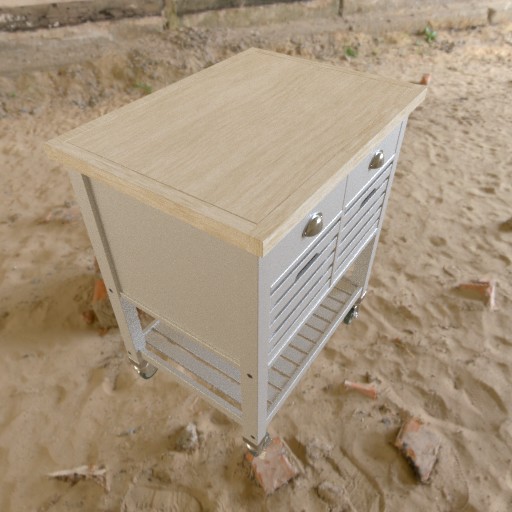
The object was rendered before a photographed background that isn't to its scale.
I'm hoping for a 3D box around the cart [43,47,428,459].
[{"bbox_3d":[0.000,0.000,1.348,0.559,0.914,0.762,25,48,25],"label":"cart"}]
